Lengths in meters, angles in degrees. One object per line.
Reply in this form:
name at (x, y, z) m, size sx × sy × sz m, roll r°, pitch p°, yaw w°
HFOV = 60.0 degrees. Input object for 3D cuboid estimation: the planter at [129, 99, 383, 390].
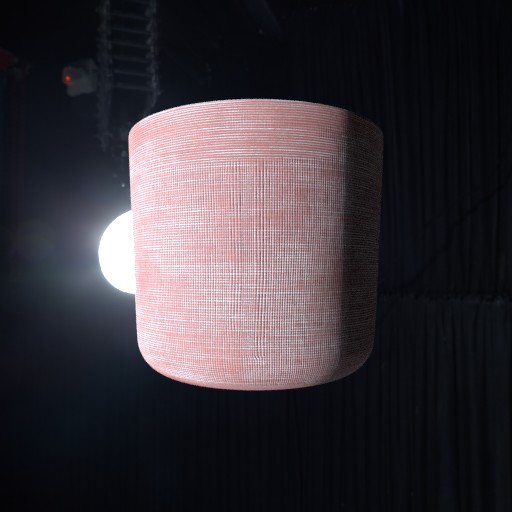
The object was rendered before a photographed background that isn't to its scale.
planter at (0.000, 0.000, 0.791) m, size 0.440 × 0.398 × 0.440 m, roll 0°, pitch -2°, yaw 0°
